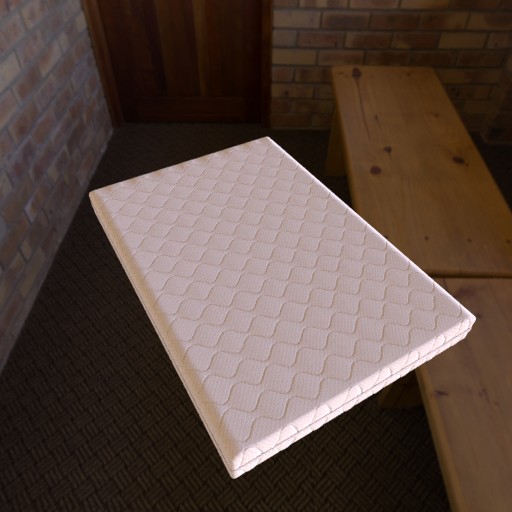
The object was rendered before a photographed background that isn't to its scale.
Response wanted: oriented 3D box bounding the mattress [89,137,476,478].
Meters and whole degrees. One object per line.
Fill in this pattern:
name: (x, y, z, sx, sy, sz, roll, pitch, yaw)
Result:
mattress: (0.000, 0.000, 2.617, 1.400, 0.200, 2.000, -23, 50, -21)
